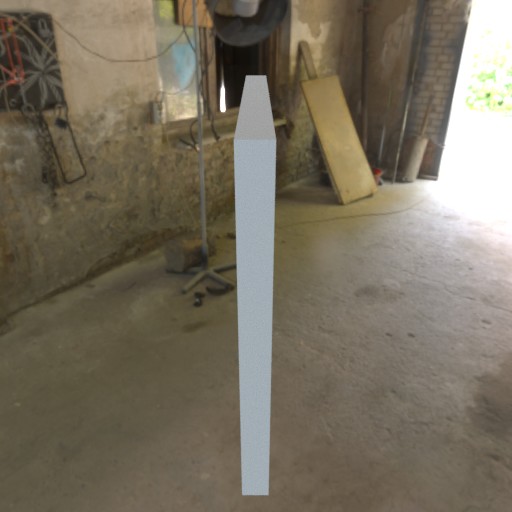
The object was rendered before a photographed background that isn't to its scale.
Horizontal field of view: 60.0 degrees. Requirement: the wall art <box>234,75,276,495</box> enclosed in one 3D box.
[{"bbox_3d":[0.000,0.000,1.882,0.098,1.291,1.289,0,28,0],"label":"wall art"}]
